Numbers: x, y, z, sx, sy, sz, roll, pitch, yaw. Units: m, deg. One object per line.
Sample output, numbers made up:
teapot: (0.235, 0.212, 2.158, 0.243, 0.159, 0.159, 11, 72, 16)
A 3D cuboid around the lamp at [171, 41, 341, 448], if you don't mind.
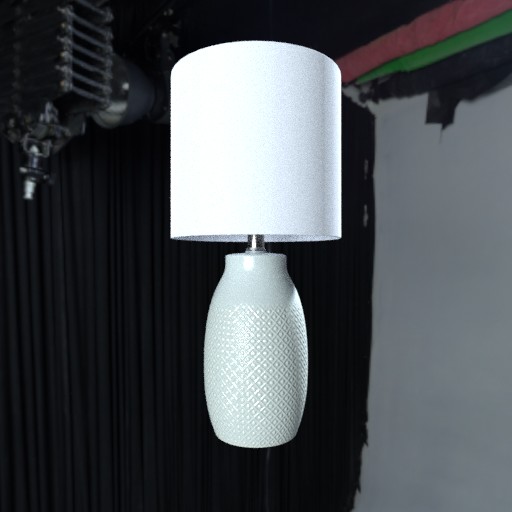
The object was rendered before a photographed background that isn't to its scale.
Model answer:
lamp: (0.000, 0.000, 0.574, 0.217, 0.453, 0.217, 0, 0, -36)
